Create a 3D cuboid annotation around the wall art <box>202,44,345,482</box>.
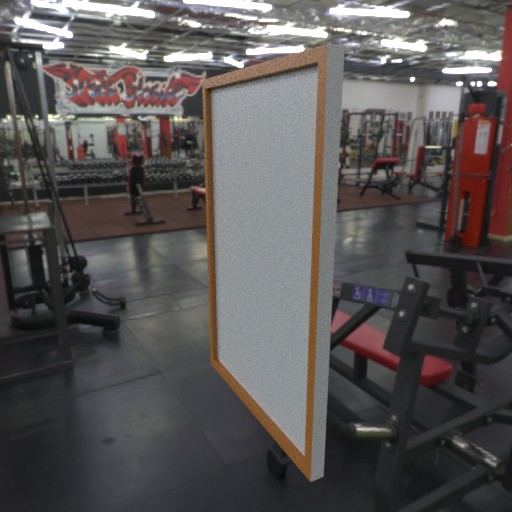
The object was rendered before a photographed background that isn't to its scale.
[{"bbox_3d":[0.000,0.000,1.157,0.037,0.916,0.610,-8,17,-26],"label":"wall art"}]
